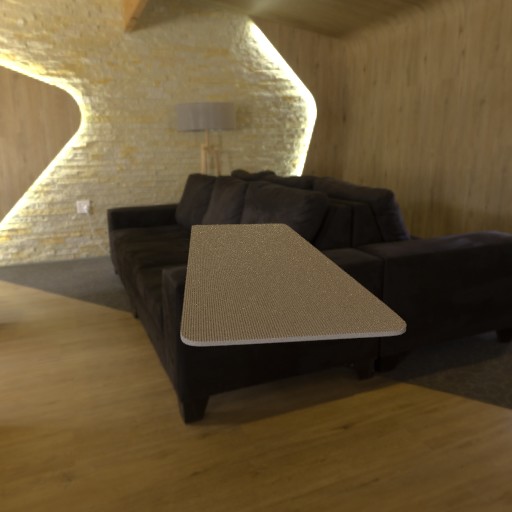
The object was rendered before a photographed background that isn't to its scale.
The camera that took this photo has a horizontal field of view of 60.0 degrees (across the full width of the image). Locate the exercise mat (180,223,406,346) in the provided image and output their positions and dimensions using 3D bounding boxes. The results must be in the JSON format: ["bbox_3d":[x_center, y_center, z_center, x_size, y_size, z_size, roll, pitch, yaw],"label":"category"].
[{"bbox_3d":[0.000,0.000,2.044,0.616,0.021,1.884,-2,13,-7],"label":"exercise mat"}]
